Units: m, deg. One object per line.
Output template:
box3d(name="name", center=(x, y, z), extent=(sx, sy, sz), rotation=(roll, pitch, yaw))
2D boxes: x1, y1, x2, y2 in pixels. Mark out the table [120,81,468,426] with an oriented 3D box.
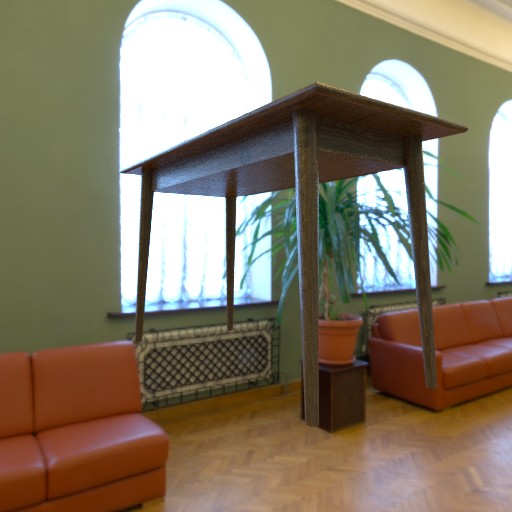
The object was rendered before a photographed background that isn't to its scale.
box3d(name="table", center=(0.000, 0.000, 1.658), extent=(0.599, 0.780, 1.300), rotation=(-1, 1, -35))
